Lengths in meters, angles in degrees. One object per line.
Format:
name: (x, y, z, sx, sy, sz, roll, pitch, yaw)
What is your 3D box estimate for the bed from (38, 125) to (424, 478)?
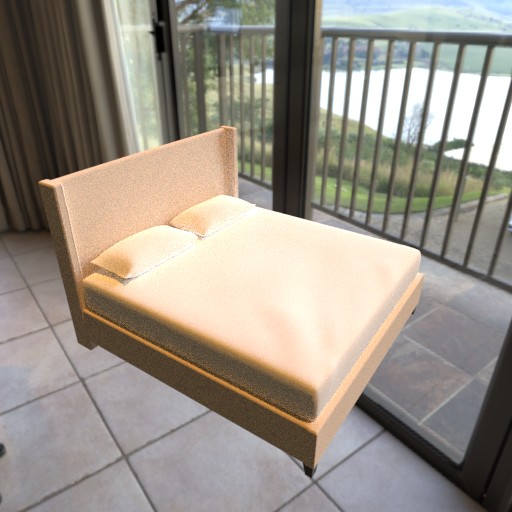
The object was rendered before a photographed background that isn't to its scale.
bed: (0.000, 0.000, 3.702, 2.293, 1.471, 2.145, 18, 34, 30)
